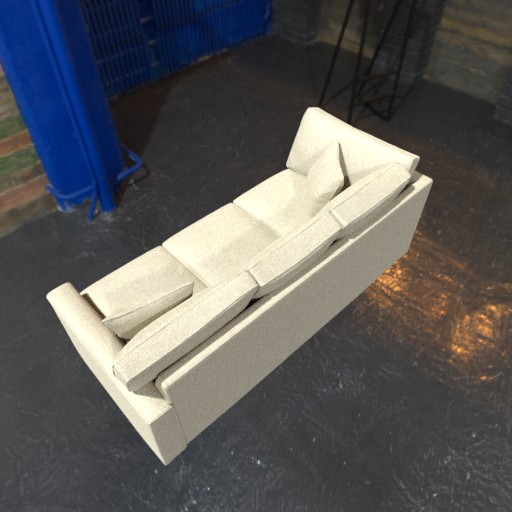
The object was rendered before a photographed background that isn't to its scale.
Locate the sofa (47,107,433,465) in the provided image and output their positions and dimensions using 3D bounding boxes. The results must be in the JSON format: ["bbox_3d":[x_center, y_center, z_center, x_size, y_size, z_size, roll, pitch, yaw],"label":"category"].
[{"bbox_3d":[0.000,0.000,2.880,2.323,0.948,1.053,-35,56,-28],"label":"sofa"}]
